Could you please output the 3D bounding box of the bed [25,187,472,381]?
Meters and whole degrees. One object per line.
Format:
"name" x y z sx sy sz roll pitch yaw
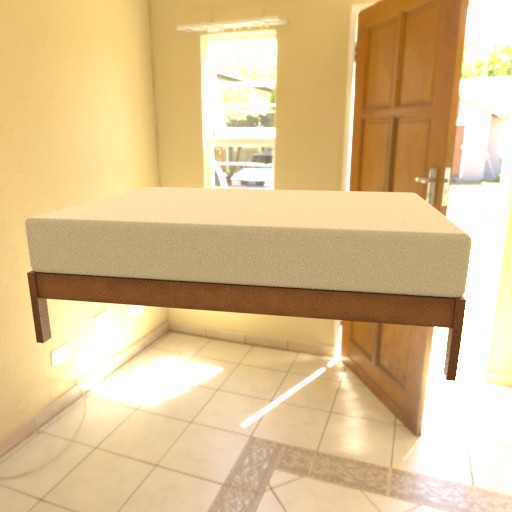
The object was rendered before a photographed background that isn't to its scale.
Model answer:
"bed" 0.000 0.000 2.553 1.927 0.616 1.348 3 15 10
